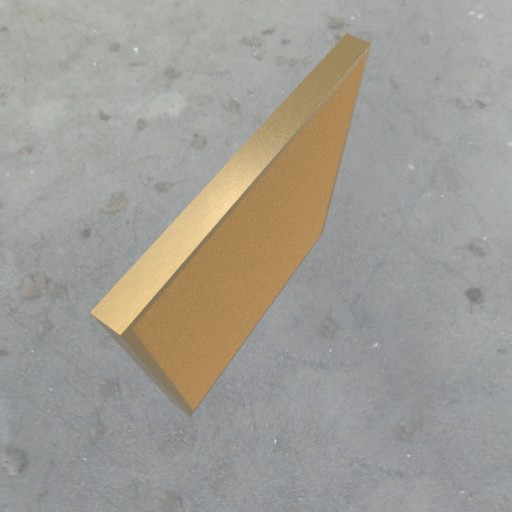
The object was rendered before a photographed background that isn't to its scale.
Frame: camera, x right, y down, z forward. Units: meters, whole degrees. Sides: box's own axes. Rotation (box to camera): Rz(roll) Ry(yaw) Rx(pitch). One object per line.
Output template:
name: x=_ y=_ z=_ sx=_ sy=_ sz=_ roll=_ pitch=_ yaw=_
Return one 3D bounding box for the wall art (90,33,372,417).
wall art: x=0.000 y=0.000 z=0.746 sx=0.040 sy=0.509 sz=0.509 roll=31 pitch=66 yaw=16
